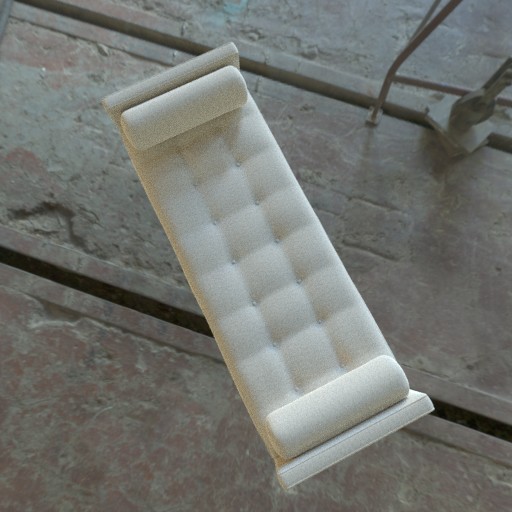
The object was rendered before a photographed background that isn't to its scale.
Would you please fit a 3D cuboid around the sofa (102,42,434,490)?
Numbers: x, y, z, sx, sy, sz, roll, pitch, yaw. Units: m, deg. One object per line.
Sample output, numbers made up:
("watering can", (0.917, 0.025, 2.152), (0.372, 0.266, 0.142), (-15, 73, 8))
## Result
("sofa", (0.000, 0.000, 2.307), (0.746, 0.641, 1.985), (-26, 80, -5))
